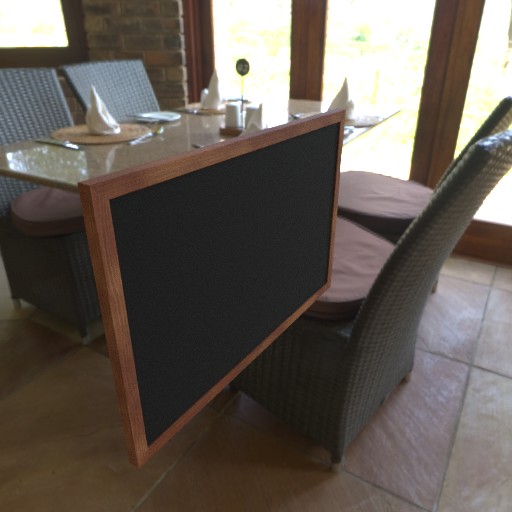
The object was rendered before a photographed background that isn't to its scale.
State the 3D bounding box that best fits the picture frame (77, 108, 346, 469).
[{"bbox_3d":[0.000,0.000,1.182,0.029,0.640,0.950,17,31,30],"label":"picture frame"}]
